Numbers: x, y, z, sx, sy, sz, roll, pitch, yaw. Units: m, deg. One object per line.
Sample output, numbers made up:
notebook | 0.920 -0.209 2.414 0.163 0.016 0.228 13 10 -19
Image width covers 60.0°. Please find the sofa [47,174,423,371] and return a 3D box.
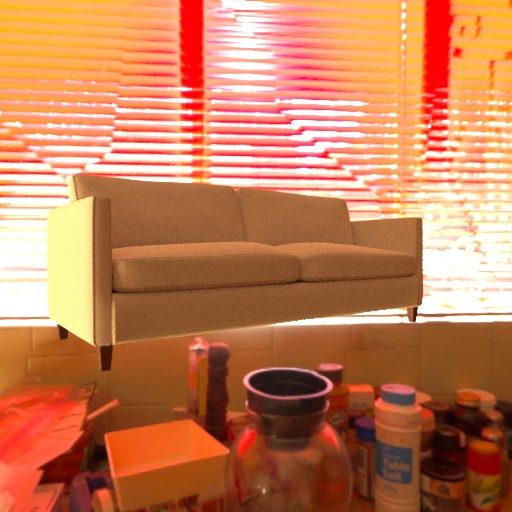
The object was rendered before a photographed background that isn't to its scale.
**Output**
sofa | 0.000 0.000 2.894 2.361 0.962 0.951 -1 1 -35
